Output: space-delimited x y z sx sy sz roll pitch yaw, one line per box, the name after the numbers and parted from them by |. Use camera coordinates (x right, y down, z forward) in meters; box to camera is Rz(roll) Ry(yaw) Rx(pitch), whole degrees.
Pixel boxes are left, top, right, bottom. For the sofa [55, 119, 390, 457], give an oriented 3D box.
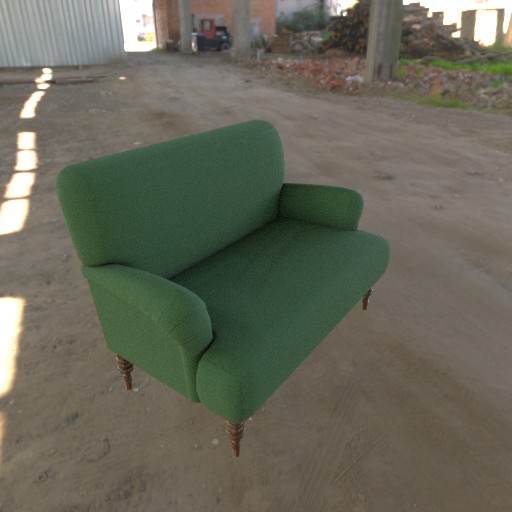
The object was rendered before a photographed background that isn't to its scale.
0.000 0.000 1.844 0.779 0.889 1.297 18 32 31 | sofa
